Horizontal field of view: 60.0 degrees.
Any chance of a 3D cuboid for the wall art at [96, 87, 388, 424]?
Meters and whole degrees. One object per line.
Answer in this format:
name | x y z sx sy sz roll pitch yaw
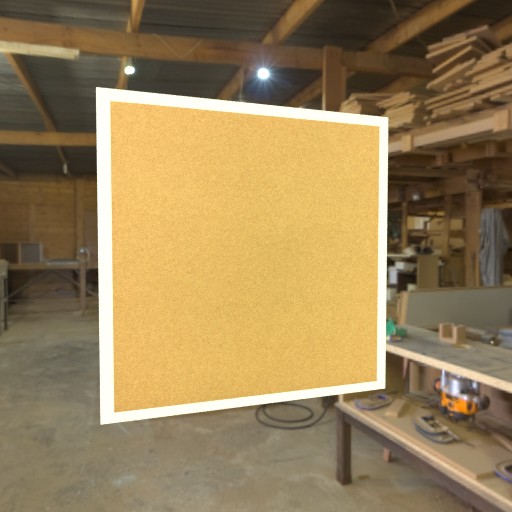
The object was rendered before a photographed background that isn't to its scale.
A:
wall art | 0.000 0.000 1.140 0.763 0.761 0.038 -1 2 -19
